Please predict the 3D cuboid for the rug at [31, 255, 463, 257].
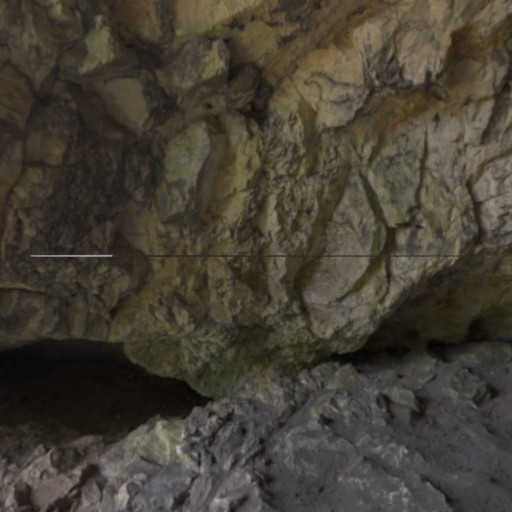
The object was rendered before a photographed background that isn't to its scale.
[{"bbox_3d":[0.000,0.000,2.924,2.427,0.007,1.515,0,0,-37],"label":"rug"}]
